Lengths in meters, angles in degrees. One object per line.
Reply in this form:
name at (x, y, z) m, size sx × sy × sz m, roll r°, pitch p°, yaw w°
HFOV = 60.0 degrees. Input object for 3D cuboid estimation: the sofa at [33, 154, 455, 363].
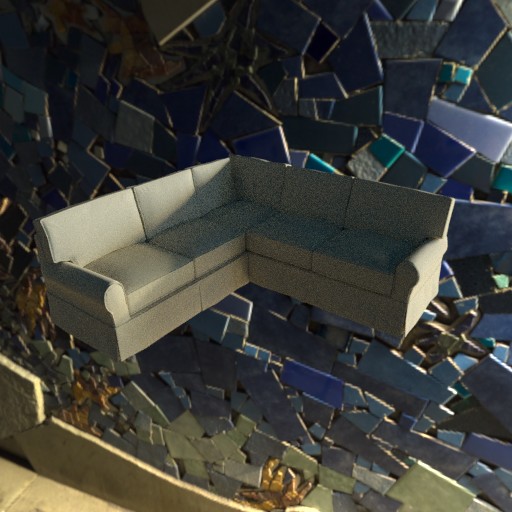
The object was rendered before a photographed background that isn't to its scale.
sofa at (0.000, 0.000, 3.876) m, size 2.597 × 1.070 × 2.591 m, roll 18°, pitch 32°, yaw 32°
